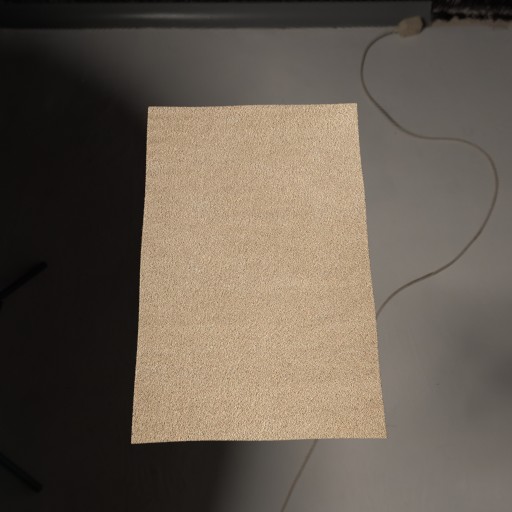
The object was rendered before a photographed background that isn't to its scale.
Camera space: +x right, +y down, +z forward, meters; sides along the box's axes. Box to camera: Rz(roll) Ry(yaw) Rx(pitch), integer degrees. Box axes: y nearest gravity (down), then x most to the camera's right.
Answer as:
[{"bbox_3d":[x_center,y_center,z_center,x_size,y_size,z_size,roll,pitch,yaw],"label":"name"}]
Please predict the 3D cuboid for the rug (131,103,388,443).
[{"bbox_3d":[0.000,0.000,3.478,1.800,0.025,2.699,-1,75,0],"label":"rug"}]
